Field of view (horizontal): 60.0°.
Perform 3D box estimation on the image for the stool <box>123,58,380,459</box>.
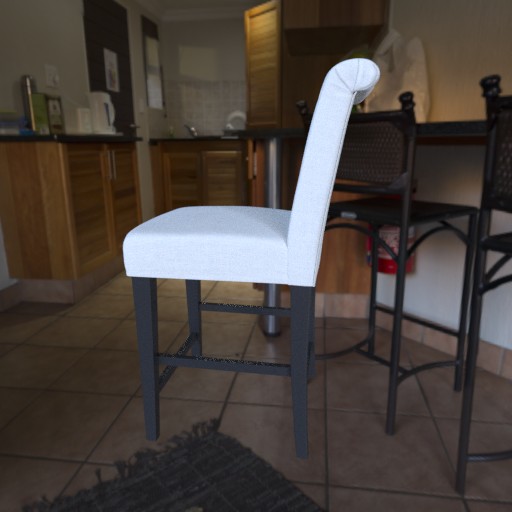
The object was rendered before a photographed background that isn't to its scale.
[{"bbox_3d":[0.000,0.000,1.276,0.597,0.976,0.452,3,16,10],"label":"stool"}]
